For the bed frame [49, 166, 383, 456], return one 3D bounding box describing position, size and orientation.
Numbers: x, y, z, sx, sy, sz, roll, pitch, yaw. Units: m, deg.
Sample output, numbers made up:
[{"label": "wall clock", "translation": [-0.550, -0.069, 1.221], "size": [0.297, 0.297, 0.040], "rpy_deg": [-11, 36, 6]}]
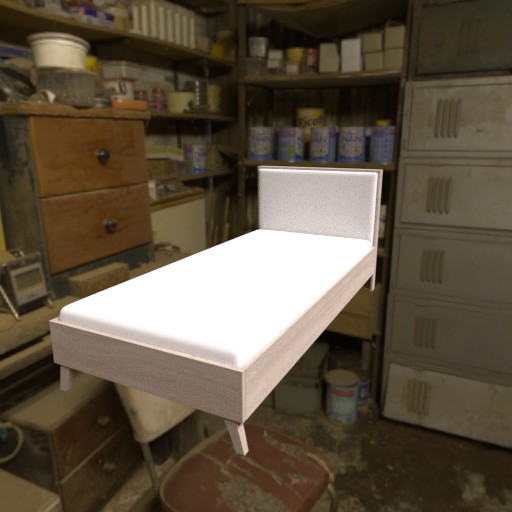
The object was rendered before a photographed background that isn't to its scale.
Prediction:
[{"label": "bed frame", "translation": [0.000, 0.000, 2.661], "size": [0.990, 0.920, 2.140], "rpy_deg": [8, 17, 26]}]
